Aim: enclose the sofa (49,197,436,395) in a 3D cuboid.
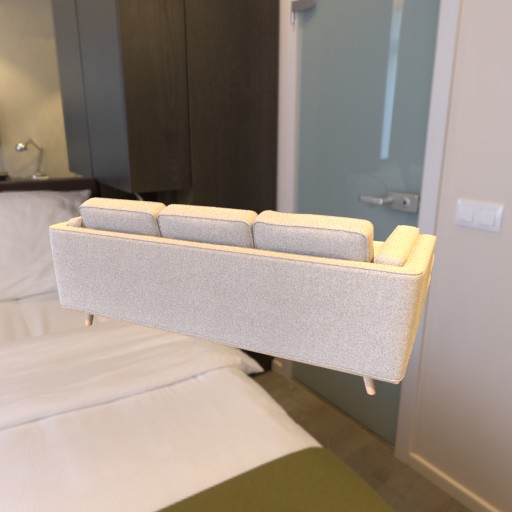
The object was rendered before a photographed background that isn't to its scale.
[{"bbox_3d":[0.000,0.000,3.247,2.411,0.929,1.604,7,18,24],"label":"sofa"}]
